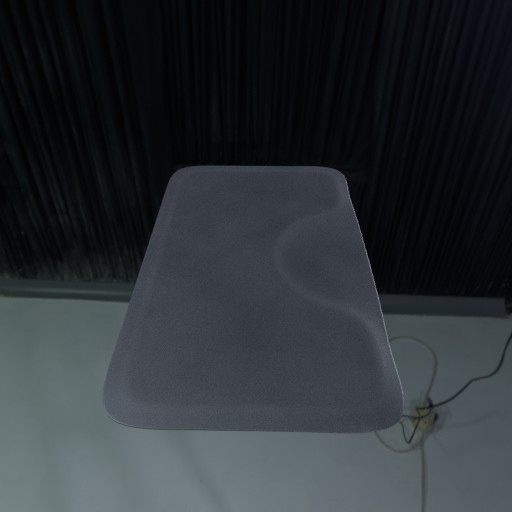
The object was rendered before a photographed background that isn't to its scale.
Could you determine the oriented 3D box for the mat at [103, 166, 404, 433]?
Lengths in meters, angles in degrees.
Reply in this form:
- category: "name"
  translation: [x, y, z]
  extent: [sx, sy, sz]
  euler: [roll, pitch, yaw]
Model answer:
- category: "mat"
  translation: [0.000, 0.000, 1.824]
  extent: [0.918, 0.013, 1.524]
  euler: [1, 40, 1]
